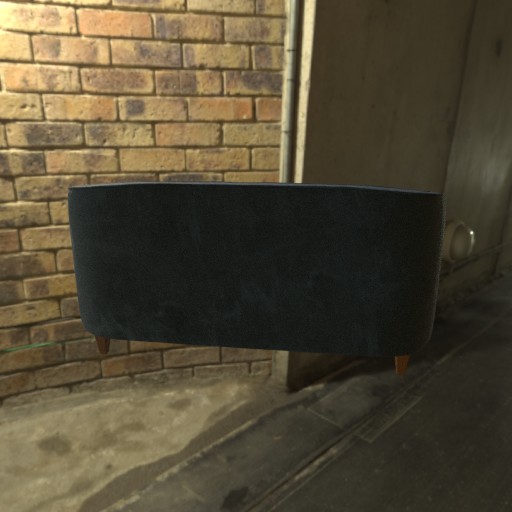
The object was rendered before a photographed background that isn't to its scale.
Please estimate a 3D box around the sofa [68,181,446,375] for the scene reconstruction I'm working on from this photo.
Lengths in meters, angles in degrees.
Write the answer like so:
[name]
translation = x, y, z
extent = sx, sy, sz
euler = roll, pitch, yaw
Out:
[sofa]
translation = 0.000, 0.000, 2.323
extent = 1.733, 0.854, 0.941
euler = 2, 16, 8
